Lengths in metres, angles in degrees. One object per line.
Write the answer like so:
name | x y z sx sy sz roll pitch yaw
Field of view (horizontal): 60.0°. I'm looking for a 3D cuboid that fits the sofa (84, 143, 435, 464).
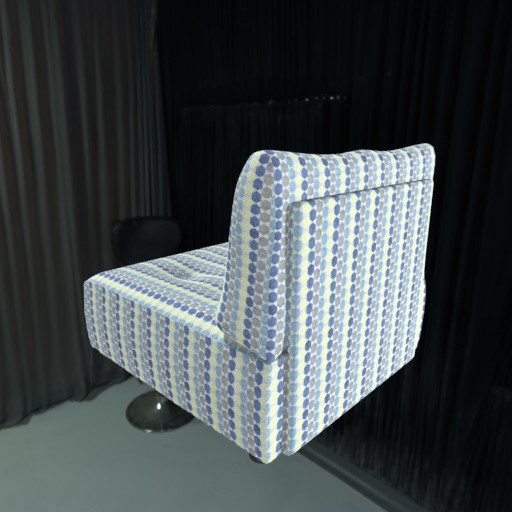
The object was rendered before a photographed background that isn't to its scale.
sofa | 0.000 0.000 1.688 1.000 0.830 0.930 14 21 42
